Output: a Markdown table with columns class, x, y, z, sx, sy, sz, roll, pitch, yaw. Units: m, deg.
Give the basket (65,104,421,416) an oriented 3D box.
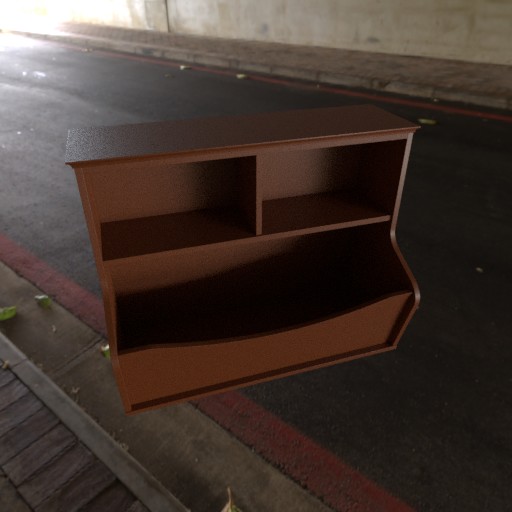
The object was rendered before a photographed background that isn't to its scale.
| class | x | y | z | sx | sy | sz | roll | pitch | yaw |
| --- | --- | --- | --- | --- | --- | --- | --- | --- | --- |
| basket | 0.000 | 0.000 | 1.148 | 0.792 | 0.625 | 0.376 | -10 | 33 | -15 |
